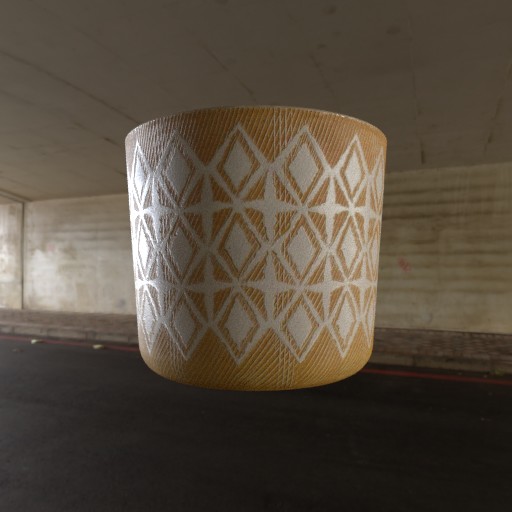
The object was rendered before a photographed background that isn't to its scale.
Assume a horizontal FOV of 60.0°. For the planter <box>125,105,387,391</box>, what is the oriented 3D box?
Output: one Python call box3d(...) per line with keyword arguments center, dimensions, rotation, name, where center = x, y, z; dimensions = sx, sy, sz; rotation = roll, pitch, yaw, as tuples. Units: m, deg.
box3d(center=(0.000, 0.000, 0.340), dimensions=(0.193, 0.165, 0.193), rotation=(0, -1, 0), name="planter")
